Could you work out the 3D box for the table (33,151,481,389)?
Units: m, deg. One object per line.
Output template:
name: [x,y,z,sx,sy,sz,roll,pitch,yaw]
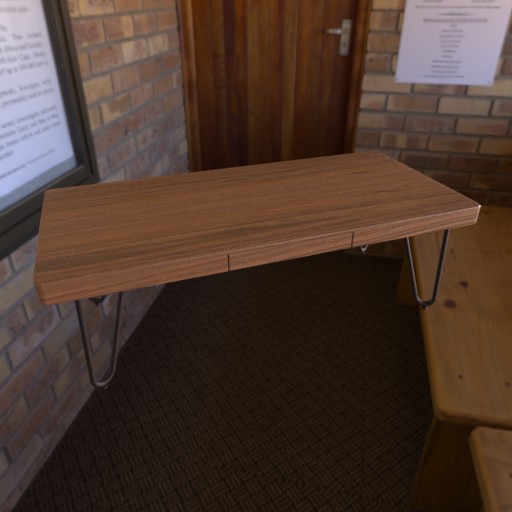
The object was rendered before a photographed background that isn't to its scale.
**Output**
table: [0.000,0.000,1.641,1.375,0.468,0.637,-10,32,-17]
